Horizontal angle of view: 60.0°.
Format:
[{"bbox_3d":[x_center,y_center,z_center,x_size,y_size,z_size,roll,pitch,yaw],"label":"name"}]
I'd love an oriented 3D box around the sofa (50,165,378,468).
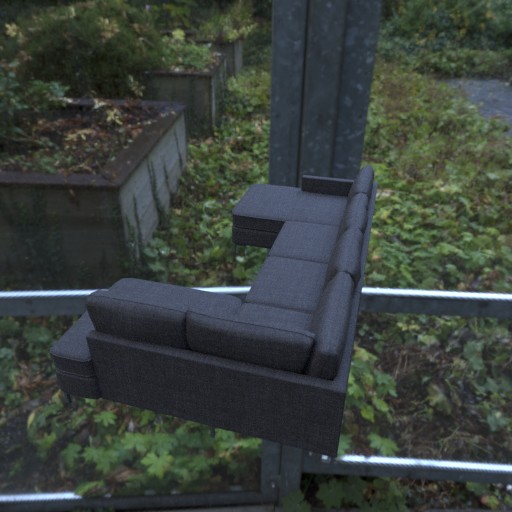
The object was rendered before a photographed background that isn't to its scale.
[{"bbox_3d":[0.000,0.000,4.258,2.048,0.999,3.423,9,32,14],"label":"sofa"}]
